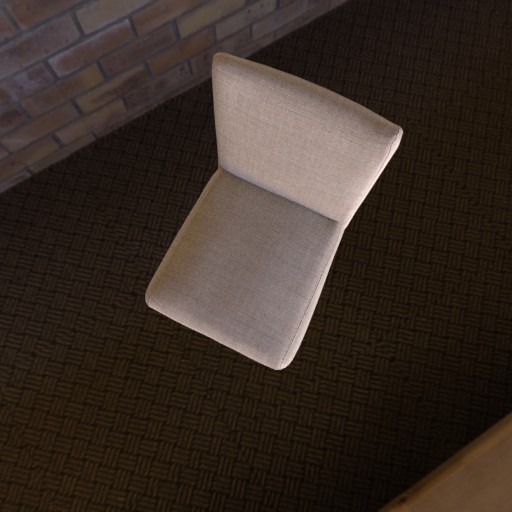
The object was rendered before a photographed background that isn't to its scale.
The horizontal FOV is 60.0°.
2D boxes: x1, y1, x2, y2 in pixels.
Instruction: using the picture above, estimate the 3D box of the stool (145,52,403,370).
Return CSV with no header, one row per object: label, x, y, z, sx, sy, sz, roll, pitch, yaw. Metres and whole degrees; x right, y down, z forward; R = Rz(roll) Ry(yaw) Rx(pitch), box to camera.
stool,0.000,0.000,1.366,0.454,1.039,0.567,25,78,6
